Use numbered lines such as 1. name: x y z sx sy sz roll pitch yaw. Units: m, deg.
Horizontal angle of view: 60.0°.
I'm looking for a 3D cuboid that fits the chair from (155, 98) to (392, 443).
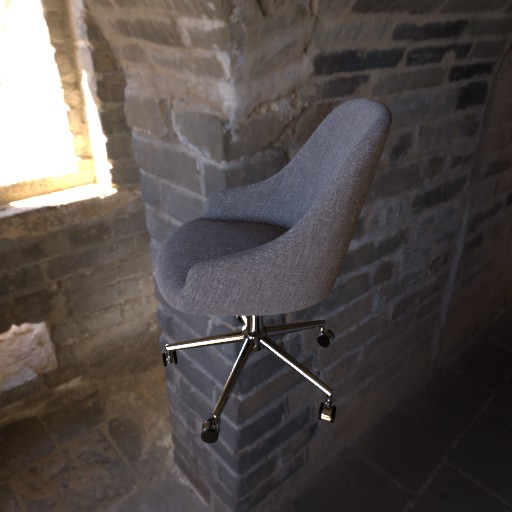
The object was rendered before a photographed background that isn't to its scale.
1. chair: 0.000 0.000 1.436 0.712 0.950 0.671 0 28 -1
